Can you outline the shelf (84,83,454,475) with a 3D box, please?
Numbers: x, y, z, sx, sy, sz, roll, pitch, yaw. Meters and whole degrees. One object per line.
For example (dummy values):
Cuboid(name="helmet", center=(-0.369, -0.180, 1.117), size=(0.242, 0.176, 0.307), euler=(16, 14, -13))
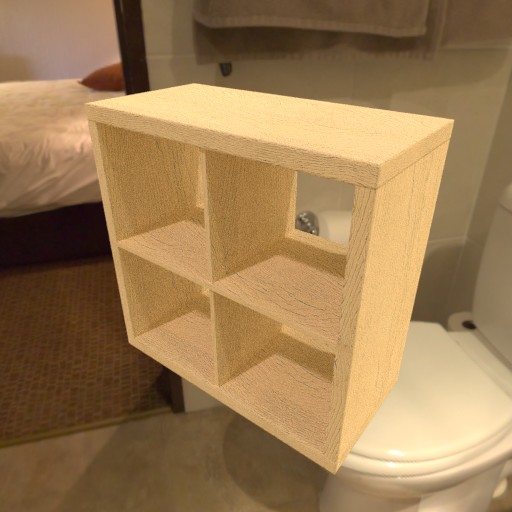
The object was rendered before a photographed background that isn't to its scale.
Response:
Cuboid(name="shelf", center=(0.000, 0.000, 1.237), size=(0.790, 0.786, 0.390), euler=(21, 36, 32))
